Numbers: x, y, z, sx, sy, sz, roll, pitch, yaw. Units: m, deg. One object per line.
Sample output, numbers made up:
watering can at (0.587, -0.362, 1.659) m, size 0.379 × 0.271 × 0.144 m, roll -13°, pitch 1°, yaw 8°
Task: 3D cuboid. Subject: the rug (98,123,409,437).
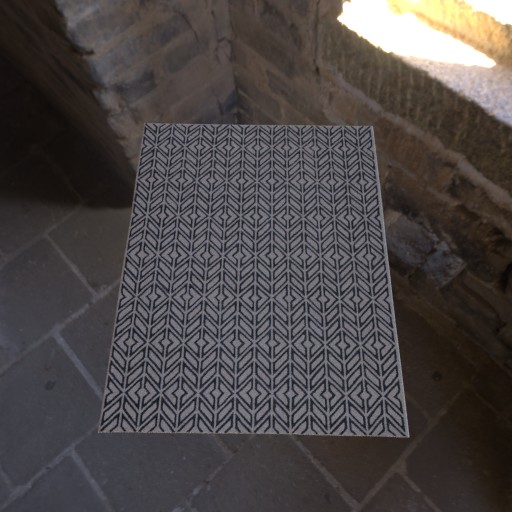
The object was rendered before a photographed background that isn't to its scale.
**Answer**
rug at (0.000, 0.000, 4.065) m, size 2.421 × 0.008 × 3.045 m, roll 1°, pitch 66°, yaw 0°
